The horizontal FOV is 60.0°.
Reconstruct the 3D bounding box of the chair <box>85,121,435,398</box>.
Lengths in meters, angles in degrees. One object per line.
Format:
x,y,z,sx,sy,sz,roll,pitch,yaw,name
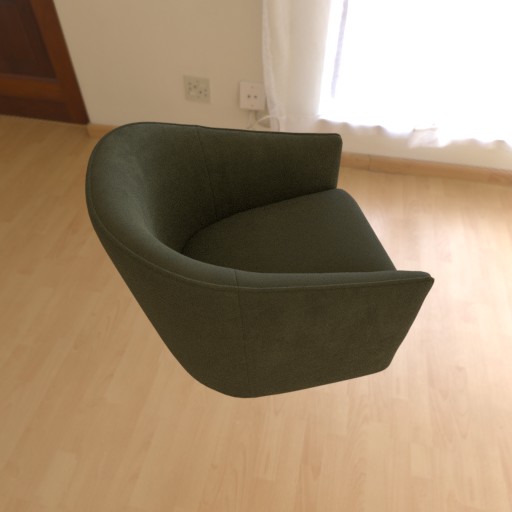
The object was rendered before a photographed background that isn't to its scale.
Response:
0.000,0.000,1.447,0.875,0.799,0.747,-10,49,-9,chair
